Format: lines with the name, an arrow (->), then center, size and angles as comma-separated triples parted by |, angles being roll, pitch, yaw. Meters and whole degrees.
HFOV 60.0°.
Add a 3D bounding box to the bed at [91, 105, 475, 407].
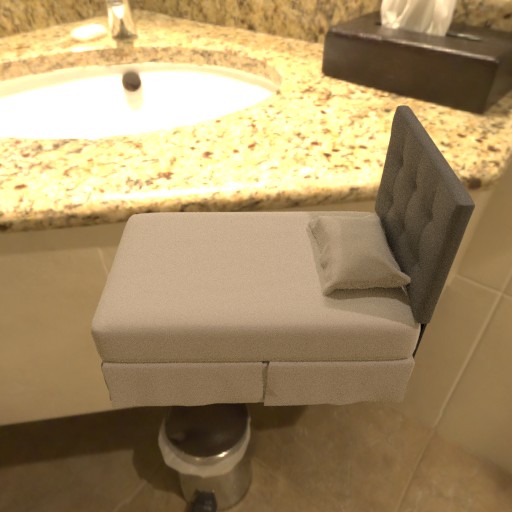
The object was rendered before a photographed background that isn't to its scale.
bed -> 0.000, 0.000, 2.908 | 1.997, 1.571, 1.261 | 0, 41, 0
